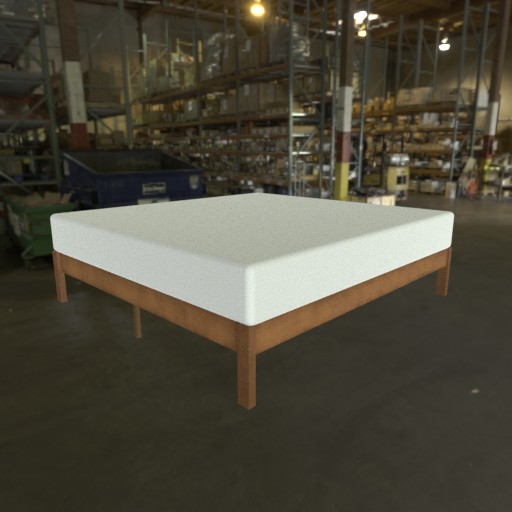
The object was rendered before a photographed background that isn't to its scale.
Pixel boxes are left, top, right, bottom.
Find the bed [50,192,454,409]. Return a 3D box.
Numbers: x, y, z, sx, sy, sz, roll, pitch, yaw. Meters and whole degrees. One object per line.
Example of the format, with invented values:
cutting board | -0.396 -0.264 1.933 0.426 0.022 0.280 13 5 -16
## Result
bed | 0.000 0.000 3.124 1.930 0.616 2.049 13 19 43
